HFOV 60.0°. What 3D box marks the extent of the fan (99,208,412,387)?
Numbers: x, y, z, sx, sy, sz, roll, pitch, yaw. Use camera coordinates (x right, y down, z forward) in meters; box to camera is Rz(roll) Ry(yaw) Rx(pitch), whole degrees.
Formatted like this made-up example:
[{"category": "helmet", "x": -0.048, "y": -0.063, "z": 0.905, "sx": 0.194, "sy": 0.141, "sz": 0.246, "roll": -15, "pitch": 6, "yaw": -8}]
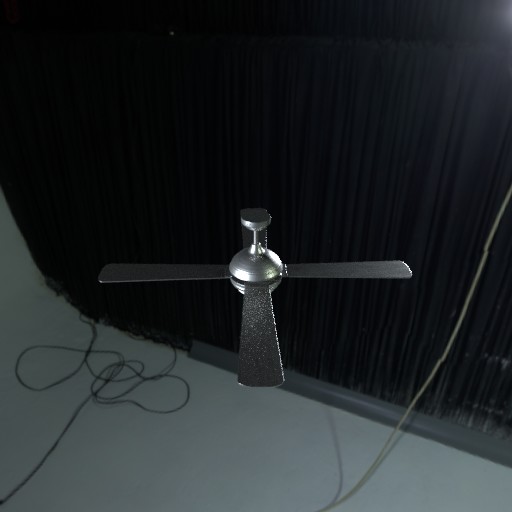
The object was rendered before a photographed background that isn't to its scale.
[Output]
[{"category": "fan", "x": 0.000, "y": 0.000, "z": 1.948, "sx": 1.321, "sy": 0.381, "sz": 1.321, "roll": 10, "pitch": 31, "yaw": 17}]
